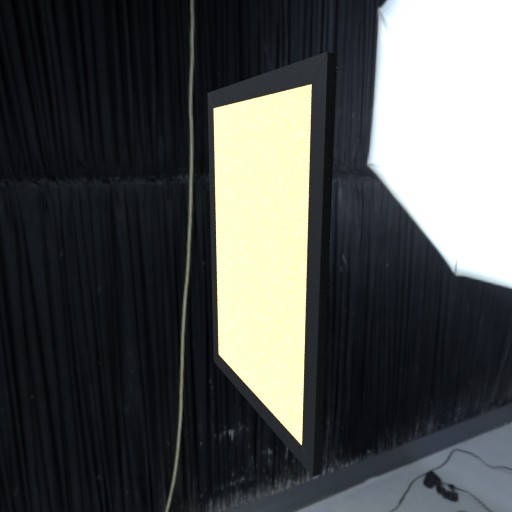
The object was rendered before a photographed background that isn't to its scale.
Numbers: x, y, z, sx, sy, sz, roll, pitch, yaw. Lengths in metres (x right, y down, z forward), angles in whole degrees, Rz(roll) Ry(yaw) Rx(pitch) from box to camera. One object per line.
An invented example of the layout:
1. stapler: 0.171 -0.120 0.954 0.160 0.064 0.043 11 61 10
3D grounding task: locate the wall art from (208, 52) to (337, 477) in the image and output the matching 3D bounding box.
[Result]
1. wall art: 0.000 0.000 0.609 0.011 0.459 0.326 -6 15 -25
